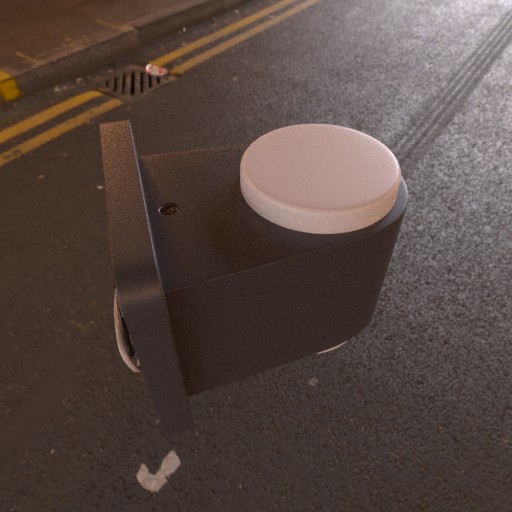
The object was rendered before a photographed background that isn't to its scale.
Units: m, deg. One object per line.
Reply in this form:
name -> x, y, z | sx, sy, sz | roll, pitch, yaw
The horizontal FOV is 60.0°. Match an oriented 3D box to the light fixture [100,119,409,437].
light fixture -> 0.000, 0.000, 0.212 | 0.132, 0.109, 0.109 | -12, 47, -11
